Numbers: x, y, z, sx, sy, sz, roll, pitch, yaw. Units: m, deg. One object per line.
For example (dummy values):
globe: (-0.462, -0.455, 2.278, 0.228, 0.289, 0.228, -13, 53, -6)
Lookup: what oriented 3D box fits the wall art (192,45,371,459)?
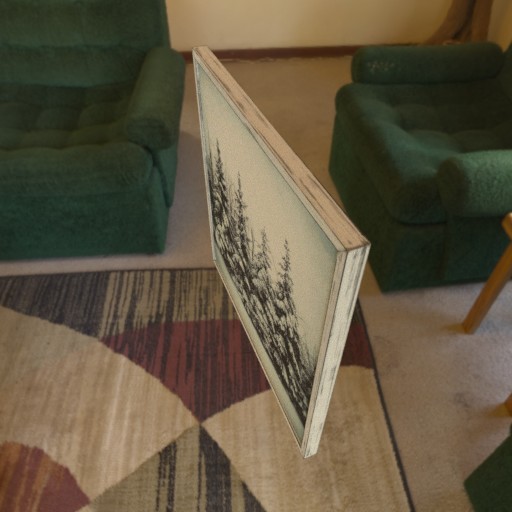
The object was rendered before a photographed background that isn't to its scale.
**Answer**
wall art: (0.000, 0.000, 1.121, 0.037, 0.761, 0.761, -16, 48, -15)
